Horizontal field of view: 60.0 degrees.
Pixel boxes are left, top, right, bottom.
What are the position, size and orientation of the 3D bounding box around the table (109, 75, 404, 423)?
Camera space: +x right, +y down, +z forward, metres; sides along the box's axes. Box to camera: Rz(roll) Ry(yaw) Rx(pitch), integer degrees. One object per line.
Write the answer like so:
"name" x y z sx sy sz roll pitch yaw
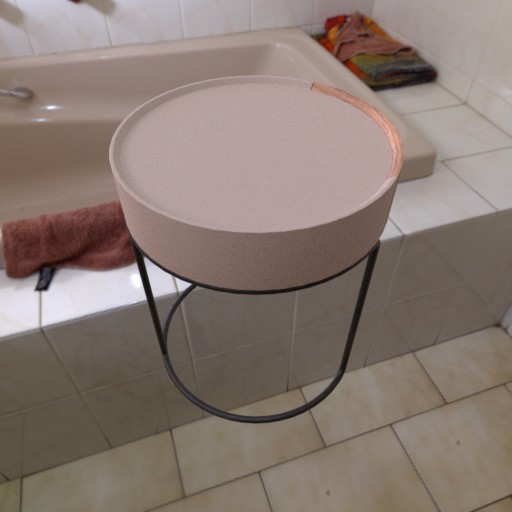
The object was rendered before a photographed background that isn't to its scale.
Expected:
"table" 0.000 0.000 0.878 0.450 0.530 0.450 0 45 0
